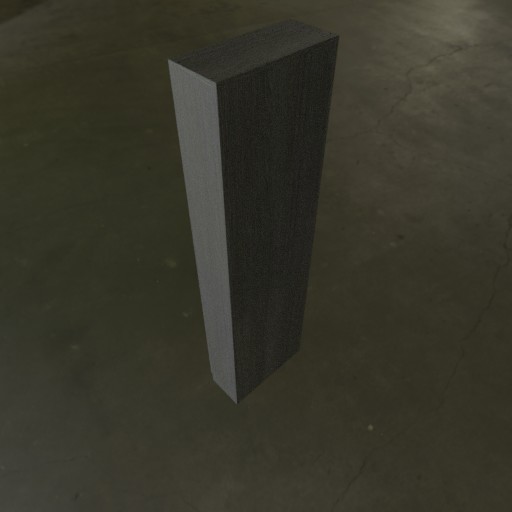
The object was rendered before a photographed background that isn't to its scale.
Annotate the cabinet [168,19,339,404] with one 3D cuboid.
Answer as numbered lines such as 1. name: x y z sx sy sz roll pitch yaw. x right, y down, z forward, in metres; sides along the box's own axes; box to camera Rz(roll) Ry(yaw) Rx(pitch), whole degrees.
1. cabinet: 0.000 0.000 1.961 0.500 1.790 0.230 -34 54 -29
